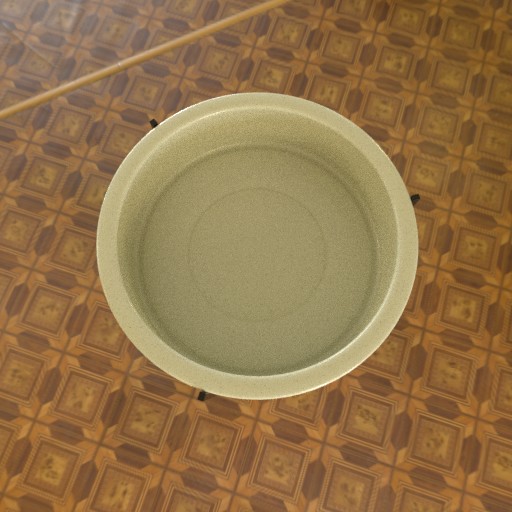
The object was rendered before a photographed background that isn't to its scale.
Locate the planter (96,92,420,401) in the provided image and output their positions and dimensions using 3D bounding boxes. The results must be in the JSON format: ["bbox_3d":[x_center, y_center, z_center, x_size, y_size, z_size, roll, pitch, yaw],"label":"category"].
[{"bbox_3d":[0.000,0.000,0.540,0.336,0.171,0.345,17,75,5],"label":"planter"}]
